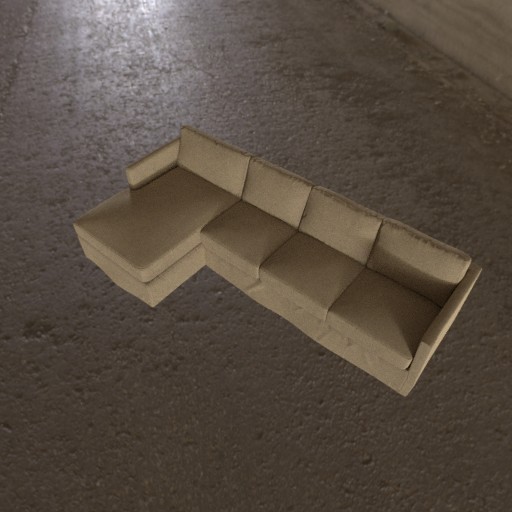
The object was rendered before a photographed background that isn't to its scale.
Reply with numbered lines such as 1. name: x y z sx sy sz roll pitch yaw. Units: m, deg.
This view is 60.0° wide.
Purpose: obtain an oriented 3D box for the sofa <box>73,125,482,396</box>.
1. sofa: 0.000 0.000 3.863 3.198 0.920 1.638 31 54 26
